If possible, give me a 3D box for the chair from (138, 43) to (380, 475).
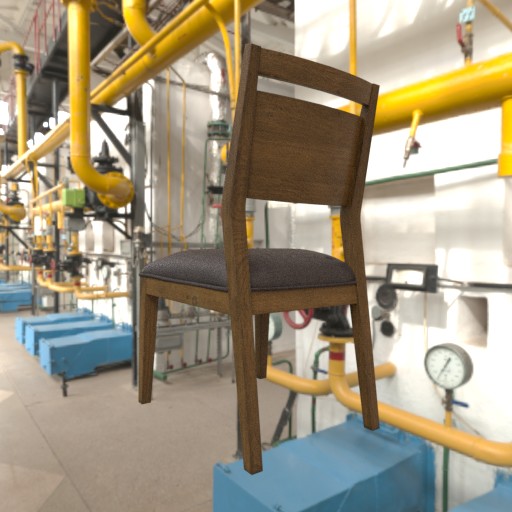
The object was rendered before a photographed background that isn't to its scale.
[{"bbox_3d":[0.000,0.000,1.308,0.501,0.939,0.610,-1,1,-36],"label":"chair"}]
